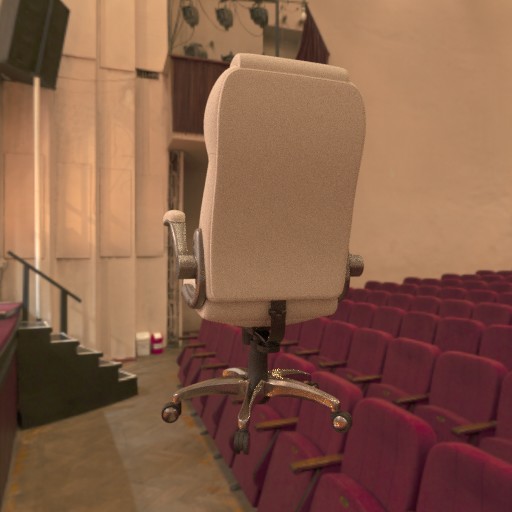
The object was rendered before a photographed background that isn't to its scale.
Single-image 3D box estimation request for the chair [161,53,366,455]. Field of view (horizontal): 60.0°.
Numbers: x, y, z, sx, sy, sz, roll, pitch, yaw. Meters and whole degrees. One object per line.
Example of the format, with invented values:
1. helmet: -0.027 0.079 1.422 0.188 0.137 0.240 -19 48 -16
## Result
1. chair: 0.000 0.000 1.827 0.755 1.330 0.806 0 0 -18
